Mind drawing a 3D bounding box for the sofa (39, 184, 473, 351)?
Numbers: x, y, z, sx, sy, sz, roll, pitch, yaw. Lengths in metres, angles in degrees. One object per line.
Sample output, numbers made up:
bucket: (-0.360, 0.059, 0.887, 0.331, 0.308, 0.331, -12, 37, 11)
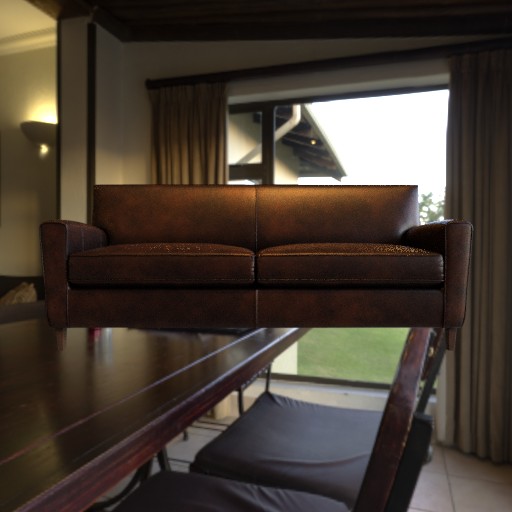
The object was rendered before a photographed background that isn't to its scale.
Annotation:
sofa: (0.000, 0.000, 2.381, 1.995, 0.871, 0.786, 0, 1, 0)
